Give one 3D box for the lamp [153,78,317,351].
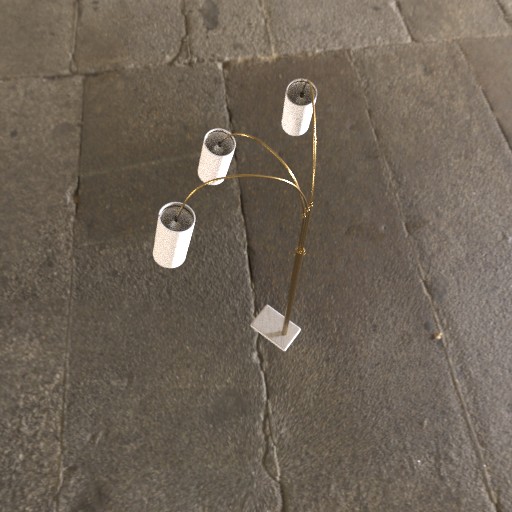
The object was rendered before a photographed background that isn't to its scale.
[{"bbox_3d":[0.000,0.000,2.474,0.667,2.055,1.020,35,68,16],"label":"lamp"}]
